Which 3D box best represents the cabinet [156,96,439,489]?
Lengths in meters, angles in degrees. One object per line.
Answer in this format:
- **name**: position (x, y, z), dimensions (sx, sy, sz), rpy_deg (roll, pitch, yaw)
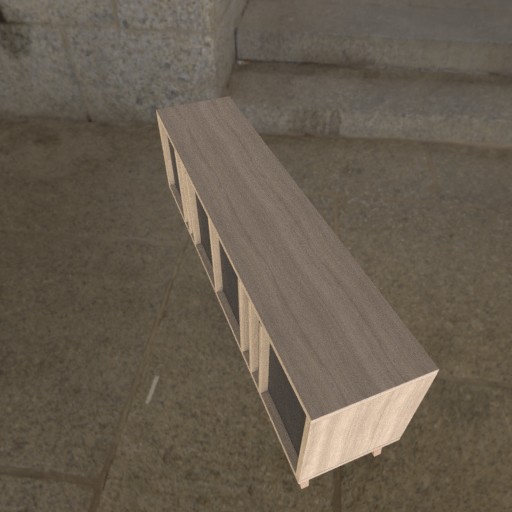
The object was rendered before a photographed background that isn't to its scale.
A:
- **cabinet**: position (0.000, 0.000, 2.463), dimensions (0.499, 0.779, 2.198), rpy_deg (-16, 48, -15)
